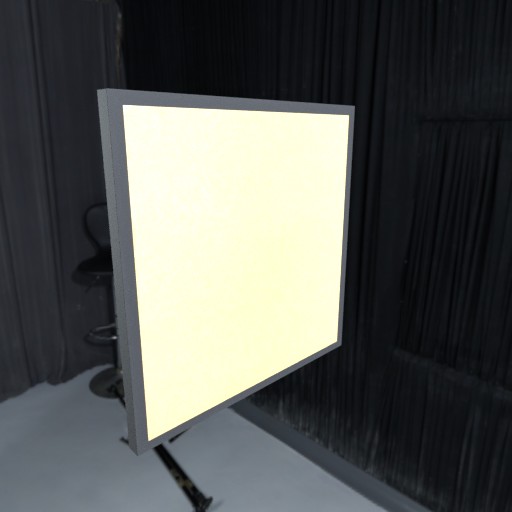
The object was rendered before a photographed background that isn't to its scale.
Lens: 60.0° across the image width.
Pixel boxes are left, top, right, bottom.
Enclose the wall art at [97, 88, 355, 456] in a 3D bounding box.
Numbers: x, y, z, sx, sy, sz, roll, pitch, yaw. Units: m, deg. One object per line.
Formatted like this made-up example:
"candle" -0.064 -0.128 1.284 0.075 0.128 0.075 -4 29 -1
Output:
"wall art" 0.000 0.000 1.142 0.762 0.760 0.037 -15 21 -42
